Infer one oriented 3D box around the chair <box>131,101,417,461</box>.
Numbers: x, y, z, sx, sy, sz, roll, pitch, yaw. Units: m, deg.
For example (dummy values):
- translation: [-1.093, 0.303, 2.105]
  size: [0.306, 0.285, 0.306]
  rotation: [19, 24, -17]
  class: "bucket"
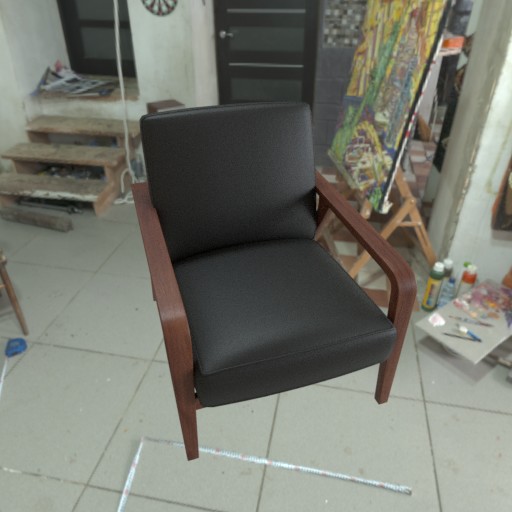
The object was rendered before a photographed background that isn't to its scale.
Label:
- translation: [0.000, 0.000, 1.505]
  size: [0.719, 0.861, 0.889]
  rotation: [-10, 34, -15]
  class: "chair"
